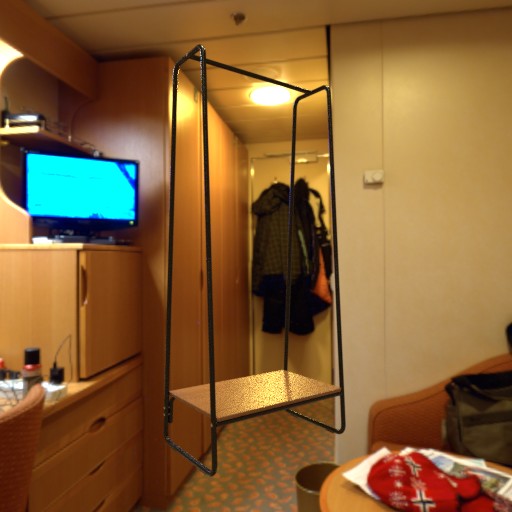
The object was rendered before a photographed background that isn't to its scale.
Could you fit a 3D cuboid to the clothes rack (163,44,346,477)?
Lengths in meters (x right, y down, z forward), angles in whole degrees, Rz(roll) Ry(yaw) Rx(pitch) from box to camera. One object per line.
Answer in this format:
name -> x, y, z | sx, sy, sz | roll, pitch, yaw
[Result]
clothes rack -> 0.000, 0.000, 1.818 | 0.640, 1.500, 0.400 | 0, -1, -36
